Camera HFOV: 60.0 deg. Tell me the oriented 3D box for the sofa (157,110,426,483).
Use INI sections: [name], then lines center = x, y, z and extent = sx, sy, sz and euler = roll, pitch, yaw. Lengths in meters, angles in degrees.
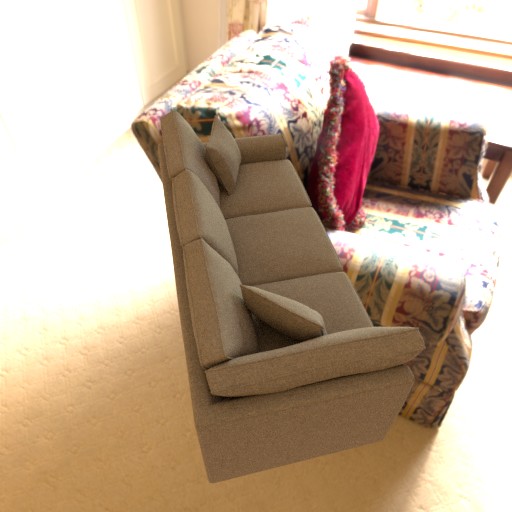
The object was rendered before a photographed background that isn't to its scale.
[sofa]
center = 0.000, 0.000, 2.851
extent = 1.061, 0.962, 2.317
euler = -9, 47, -9
